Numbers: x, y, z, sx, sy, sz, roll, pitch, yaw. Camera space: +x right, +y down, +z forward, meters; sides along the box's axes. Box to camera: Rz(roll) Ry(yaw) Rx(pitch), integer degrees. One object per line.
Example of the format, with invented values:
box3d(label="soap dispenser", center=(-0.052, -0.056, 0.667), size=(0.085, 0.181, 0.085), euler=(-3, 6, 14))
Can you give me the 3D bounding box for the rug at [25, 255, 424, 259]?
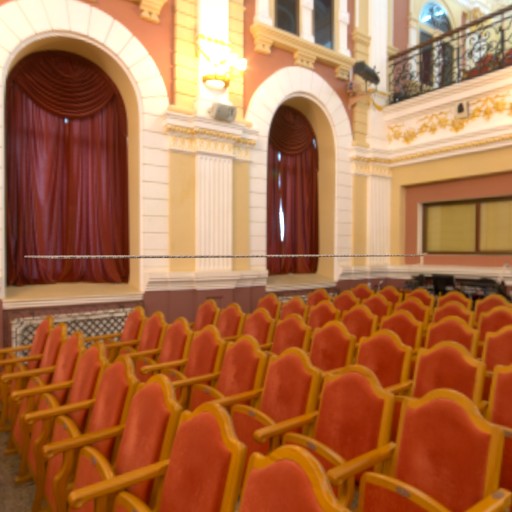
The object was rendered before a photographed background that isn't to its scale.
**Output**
box3d(label="rug", center=(0.000, 0.000, 2.542), size=(2.286, 0.008, 0.686), euler=(0, 0, -36))
